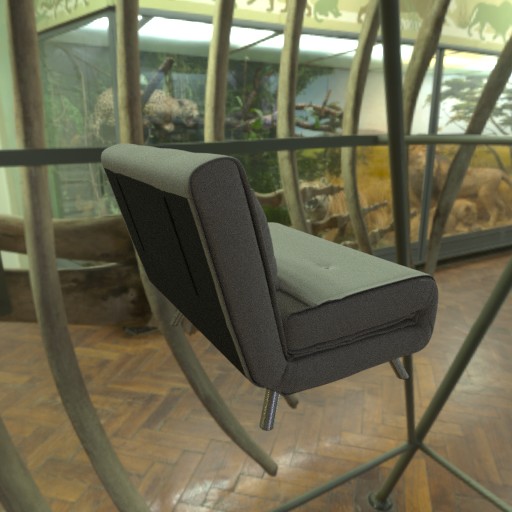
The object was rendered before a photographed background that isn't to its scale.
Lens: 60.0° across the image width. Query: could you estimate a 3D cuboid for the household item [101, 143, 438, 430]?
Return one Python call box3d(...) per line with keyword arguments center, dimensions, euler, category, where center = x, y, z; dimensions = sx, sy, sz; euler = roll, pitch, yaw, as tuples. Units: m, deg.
box3d(center=(0.000, 0.000, 1.652), dimensions=(0.874, 0.800, 1.000), euler=(-9, 18, -28), category="household item")
